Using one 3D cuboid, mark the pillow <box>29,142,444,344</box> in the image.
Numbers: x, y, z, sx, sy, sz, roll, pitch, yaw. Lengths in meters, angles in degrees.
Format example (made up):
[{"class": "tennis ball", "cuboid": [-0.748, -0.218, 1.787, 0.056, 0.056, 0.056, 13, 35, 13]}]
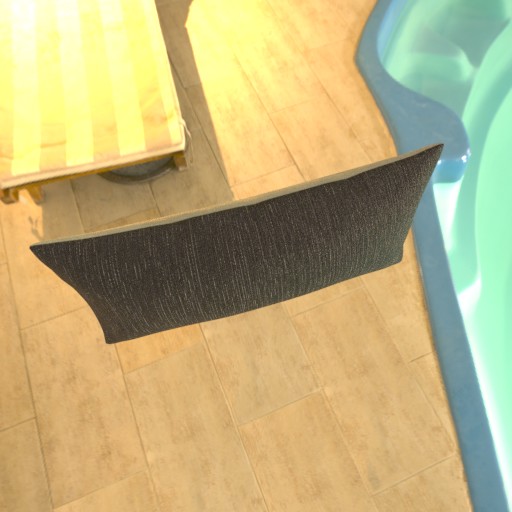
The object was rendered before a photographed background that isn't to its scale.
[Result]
[{"class": "pillow", "cuboid": [0.000, 0.000, 0.746, 0.608, 0.305, 0.156, -15, 65, -7]}]
